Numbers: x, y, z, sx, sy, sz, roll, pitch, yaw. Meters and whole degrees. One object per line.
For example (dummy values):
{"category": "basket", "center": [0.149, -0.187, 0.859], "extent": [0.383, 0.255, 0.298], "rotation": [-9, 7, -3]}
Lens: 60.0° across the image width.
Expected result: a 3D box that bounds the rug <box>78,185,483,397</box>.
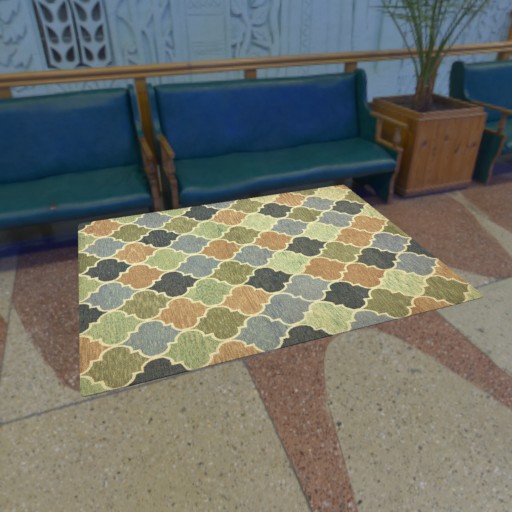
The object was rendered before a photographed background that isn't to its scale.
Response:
{"category": "rug", "center": [0.000, 0.000, 4.228], "extent": [3.200, 0.013, 2.439], "rotation": [-11, 34, -16]}
